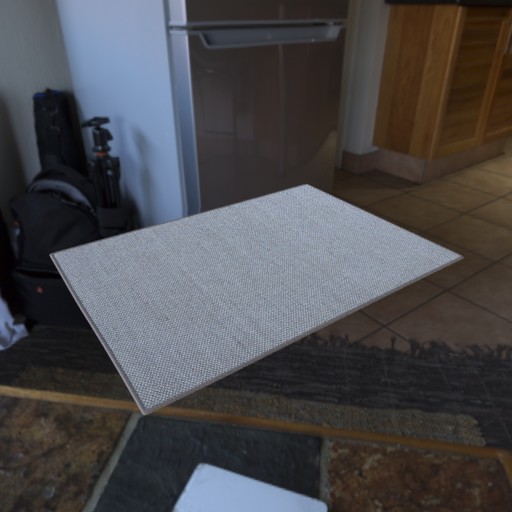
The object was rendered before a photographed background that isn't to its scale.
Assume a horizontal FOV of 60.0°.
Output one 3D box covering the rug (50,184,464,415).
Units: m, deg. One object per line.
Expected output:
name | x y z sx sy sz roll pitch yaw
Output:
rug | 0.000 0.000 2.768 2.115 0.013 1.517 -19 36 -29
